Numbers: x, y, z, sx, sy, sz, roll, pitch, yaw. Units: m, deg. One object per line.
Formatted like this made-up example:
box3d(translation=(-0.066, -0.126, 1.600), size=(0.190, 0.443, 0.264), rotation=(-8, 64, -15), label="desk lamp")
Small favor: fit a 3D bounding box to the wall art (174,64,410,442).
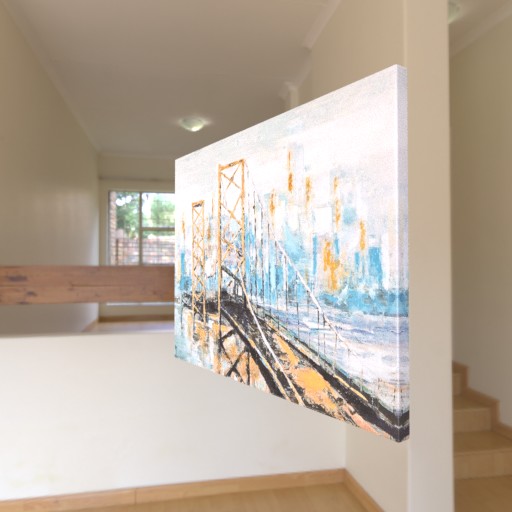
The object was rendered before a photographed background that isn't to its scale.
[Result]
box3d(translation=(0.000, 0.000, 1.308), size=(0.038, 0.762, 1.016), rotation=(1, -1, -36), label="wall art")
